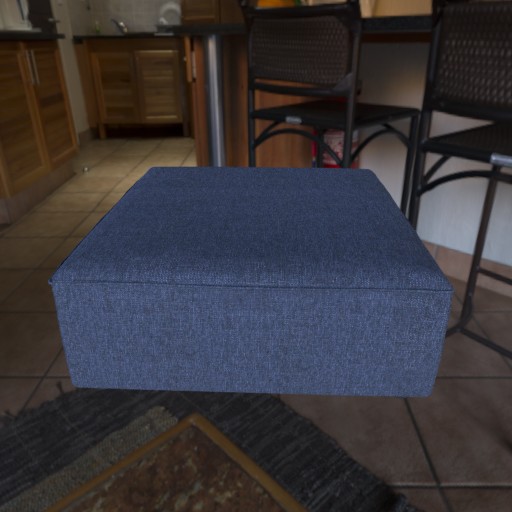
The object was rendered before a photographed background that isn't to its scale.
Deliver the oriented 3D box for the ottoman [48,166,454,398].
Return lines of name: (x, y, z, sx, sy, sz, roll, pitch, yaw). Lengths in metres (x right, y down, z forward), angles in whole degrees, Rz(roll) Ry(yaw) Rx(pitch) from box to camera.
ottoman: (0.000, 0.000, 1.590, 1.023, 0.423, 1.017, 1, 27, 3)
